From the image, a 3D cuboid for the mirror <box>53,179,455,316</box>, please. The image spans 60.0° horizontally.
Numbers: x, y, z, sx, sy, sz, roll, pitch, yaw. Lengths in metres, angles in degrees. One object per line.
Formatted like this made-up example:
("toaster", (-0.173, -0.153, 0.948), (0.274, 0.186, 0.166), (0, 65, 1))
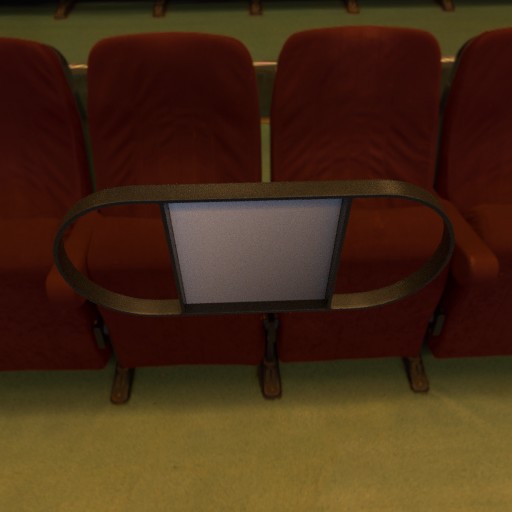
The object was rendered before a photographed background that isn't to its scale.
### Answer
("mirror", (0.000, 0.000, 0.668), (0.584, 0.254, 0.032), (-2, 47, -2))
